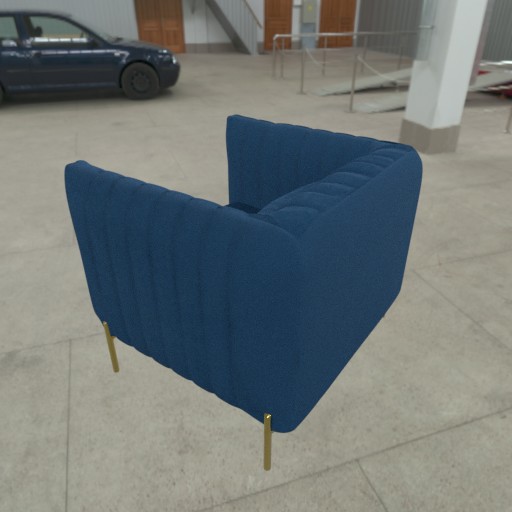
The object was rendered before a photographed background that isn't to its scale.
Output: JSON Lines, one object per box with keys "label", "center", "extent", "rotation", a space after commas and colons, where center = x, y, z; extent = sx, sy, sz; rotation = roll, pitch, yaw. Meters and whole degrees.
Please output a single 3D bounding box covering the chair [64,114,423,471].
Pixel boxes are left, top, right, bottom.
{"label": "chair", "center": [0.000, 0.000, 1.626], "extent": [0.877, 0.793, 0.947], "rotation": [20, 35, 30]}
